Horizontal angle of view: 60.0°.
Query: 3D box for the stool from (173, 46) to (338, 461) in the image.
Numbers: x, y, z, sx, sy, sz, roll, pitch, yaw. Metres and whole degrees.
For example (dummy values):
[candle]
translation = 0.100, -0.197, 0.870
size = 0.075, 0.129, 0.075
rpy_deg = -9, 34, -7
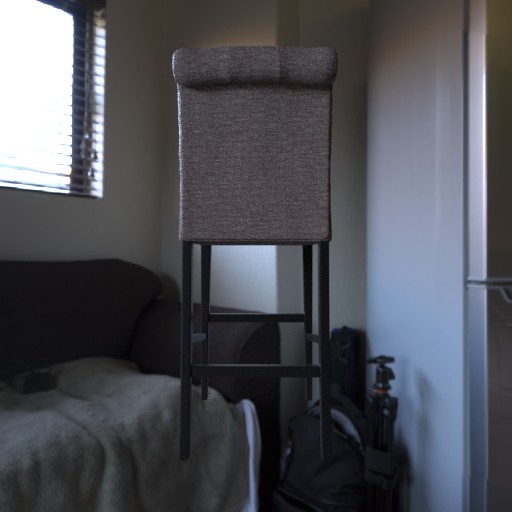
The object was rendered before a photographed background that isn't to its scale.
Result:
[stool]
translation = 0.000, 0.000, 1.457
size = 0.452, 1.131, 0.613
rpy_deg = 0, 0, 1
